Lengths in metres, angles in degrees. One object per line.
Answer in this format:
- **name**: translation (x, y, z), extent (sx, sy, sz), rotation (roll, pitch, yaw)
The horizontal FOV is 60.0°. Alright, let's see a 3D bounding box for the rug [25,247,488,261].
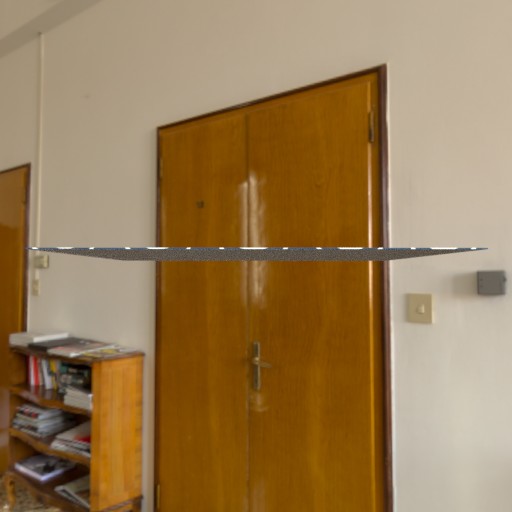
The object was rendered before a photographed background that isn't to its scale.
- **rug**: translation (0.000, 0.000, 4.405), extent (3.353, 0.010, 2.438), rotation (0, -3, 0)
